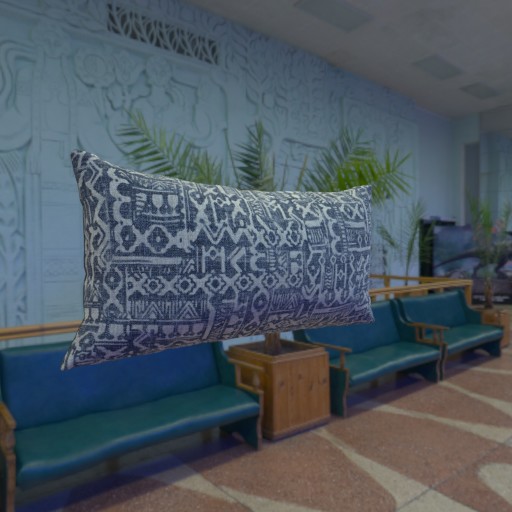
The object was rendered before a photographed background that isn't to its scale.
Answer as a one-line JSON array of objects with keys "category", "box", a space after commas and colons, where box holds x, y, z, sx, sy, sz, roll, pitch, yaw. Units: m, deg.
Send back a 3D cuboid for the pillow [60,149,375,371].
[{"category": "pillow", "box": [0.000, 0.000, 0.758, 0.631, 0.292, 0.148, -1, 1, -37]}]
